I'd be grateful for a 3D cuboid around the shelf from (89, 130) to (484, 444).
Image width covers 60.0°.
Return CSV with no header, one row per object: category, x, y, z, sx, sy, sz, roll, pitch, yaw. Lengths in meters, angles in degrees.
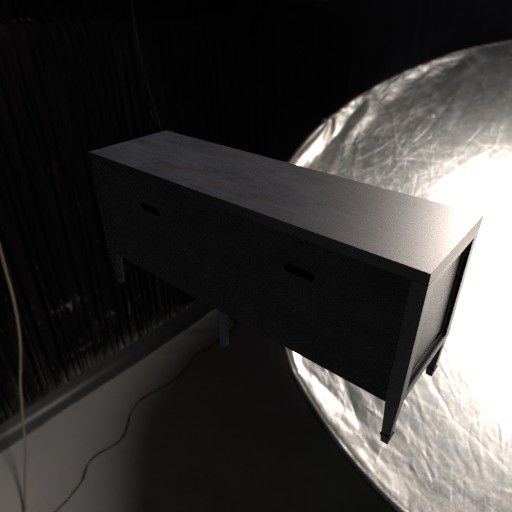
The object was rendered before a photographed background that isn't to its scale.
shelf,0.000,0.000,1.922,1.575,0.719,0.479,23,38,33
